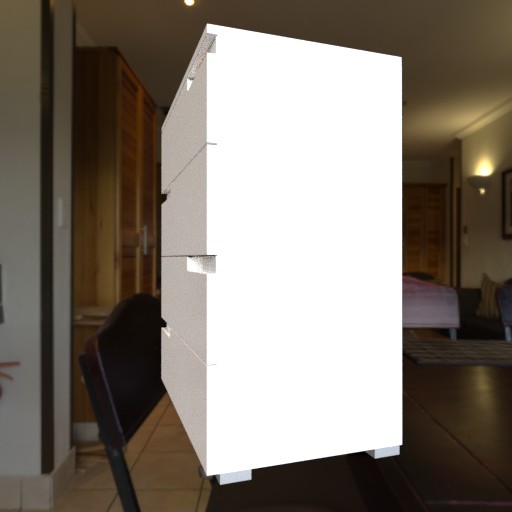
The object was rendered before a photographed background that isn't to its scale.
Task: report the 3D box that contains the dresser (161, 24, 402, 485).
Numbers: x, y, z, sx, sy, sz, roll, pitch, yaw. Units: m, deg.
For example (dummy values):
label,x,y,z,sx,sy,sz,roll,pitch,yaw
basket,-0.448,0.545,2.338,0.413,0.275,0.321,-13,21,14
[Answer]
label,x,y,z,sx,sy,sz,roll,pitch,yaw
dresser,0.000,0.000,1.136,0.400,0.800,0.650,0,0,-19
